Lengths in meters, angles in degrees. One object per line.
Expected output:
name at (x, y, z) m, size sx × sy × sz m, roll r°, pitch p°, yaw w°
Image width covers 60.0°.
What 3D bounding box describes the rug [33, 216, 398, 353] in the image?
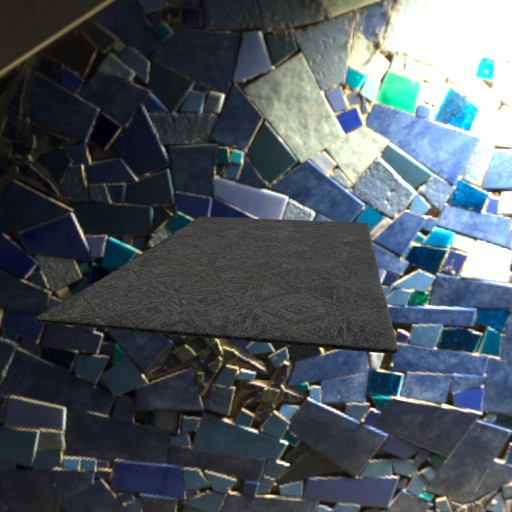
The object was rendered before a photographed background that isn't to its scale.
rug at (0.000, 0.000, 2.160) m, size 1.158 × 0.013 × 1.752 m, roll 3°, pitch 17°, yaw 10°
